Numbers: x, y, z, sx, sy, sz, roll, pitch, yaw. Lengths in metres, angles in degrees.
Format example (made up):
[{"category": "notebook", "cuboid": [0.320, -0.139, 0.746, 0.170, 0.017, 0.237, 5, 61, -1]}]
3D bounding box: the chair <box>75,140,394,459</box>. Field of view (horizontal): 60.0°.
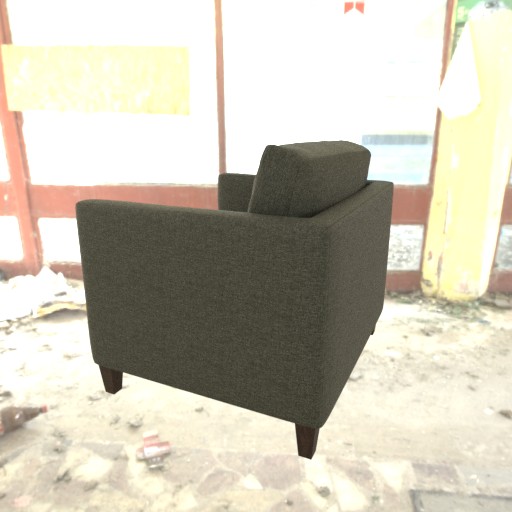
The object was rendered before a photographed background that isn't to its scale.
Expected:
[{"category": "chair", "cuboid": [0.000, 0.000, 1.885, 0.959, 0.963, 1.107, 8, 18, 24]}]
